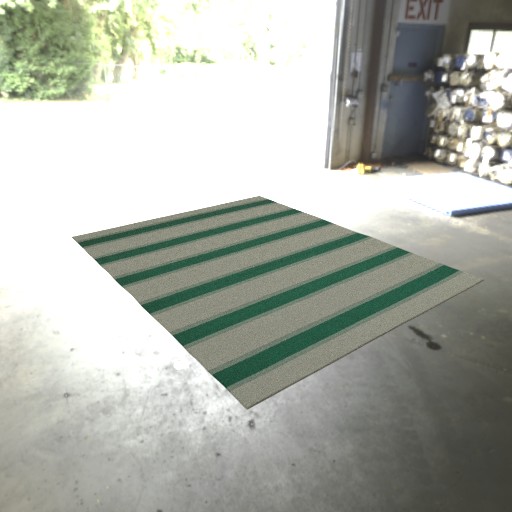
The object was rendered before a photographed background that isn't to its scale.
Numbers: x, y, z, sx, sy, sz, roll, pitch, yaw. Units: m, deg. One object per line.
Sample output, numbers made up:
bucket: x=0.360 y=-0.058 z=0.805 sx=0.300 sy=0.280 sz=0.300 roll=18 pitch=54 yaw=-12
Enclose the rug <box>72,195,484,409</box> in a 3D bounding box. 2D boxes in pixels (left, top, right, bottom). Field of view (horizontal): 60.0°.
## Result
rug: x=0.000 y=0.000 z=4.091 sx=2.434 sy=0.019 sz=3.041 roll=-17 pitch=30 yaw=-33
